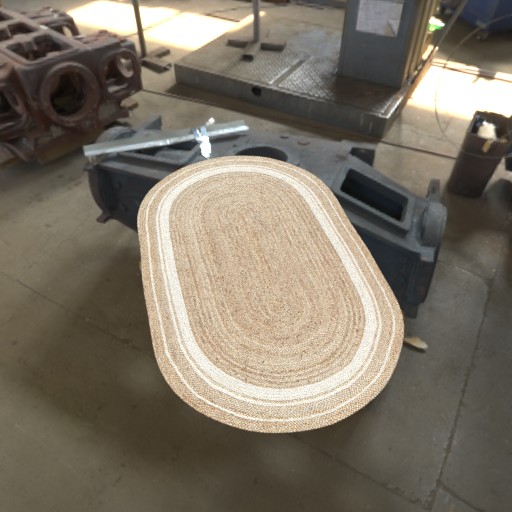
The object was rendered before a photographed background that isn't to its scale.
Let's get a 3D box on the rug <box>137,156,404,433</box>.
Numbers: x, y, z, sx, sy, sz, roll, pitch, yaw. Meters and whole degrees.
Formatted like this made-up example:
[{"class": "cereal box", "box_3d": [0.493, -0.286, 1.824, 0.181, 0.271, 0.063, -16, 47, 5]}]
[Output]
[{"class": "rug", "box_3d": [0.000, 0.000, 2.997, 1.520, 0.006, 2.432, -11, 47, -10]}]
